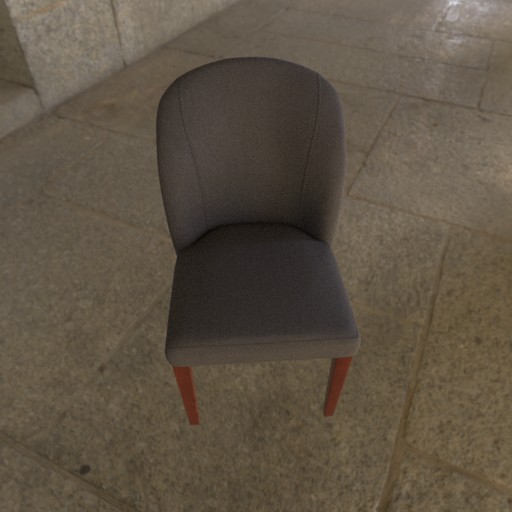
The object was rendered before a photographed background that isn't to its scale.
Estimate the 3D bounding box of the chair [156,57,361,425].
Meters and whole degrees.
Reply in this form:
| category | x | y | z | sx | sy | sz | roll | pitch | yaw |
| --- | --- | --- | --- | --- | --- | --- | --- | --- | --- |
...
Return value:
| category | x | y | z | sx | sy | sz | roll | pitch | yaw |
| --- | --- | --- | --- | --- | --- | --- | --- | --- | --- |
| chair | 0.000 | 0.000 | 1.266 | 0.506 | 0.879 | 0.619 | -3 | 45 | -3 |
